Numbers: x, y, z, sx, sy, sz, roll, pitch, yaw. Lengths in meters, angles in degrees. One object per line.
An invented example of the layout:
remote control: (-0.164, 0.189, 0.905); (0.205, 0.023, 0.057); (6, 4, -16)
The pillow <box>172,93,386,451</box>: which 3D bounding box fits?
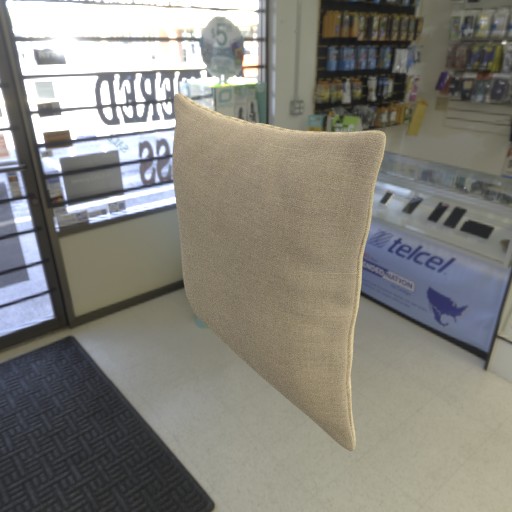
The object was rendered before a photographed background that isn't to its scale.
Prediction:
pillow: (0.000, 0.000, 0.793); (0.166, 0.510, 0.523); (-17, 31, -32)
